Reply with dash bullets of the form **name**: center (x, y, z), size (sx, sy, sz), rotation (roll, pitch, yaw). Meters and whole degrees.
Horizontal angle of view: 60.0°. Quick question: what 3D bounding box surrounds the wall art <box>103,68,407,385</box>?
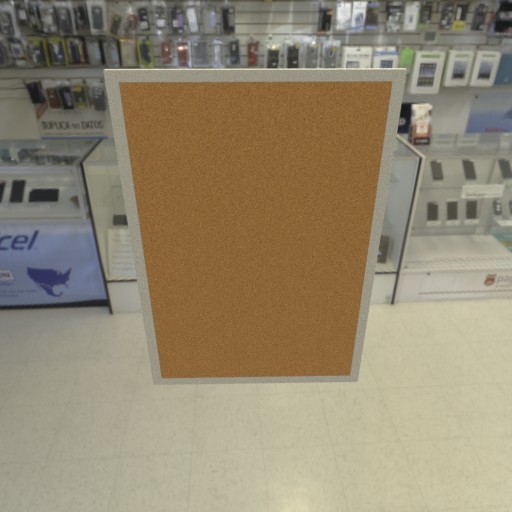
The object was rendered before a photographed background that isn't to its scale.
- **wall art**: center (0.000, 0.000, 1.201), size (0.659, 0.940, 0.013), rotation (-1, 30, -1)
